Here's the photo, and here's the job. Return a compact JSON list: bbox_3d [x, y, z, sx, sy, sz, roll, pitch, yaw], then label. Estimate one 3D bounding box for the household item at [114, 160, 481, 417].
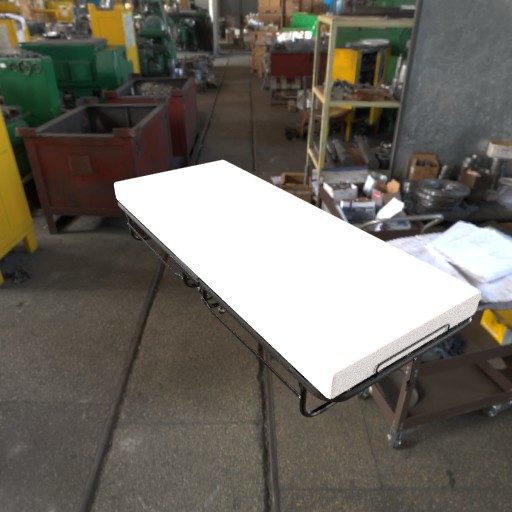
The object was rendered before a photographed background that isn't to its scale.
[{"bbox_3d":[0.000,0.000,2.189,0.787,0.356,1.905,-19,35,-29],"label":"household item"}]
